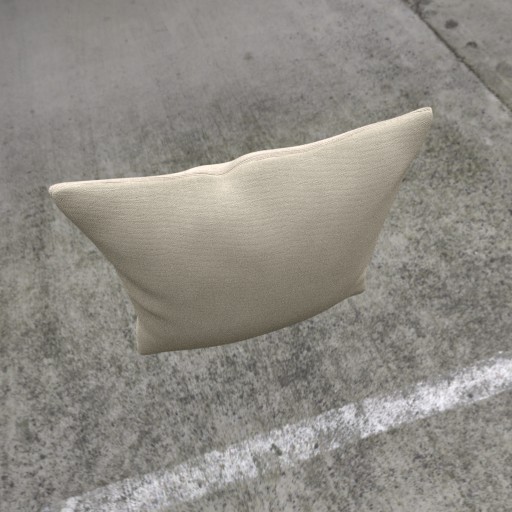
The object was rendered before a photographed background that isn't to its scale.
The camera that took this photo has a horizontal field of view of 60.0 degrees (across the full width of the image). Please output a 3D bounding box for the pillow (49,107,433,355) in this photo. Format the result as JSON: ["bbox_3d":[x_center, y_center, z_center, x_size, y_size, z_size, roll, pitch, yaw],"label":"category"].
[{"bbox_3d":[0.000,0.000,0.648,0.437,0.420,0.162,-14,56,-10],"label":"pillow"}]
